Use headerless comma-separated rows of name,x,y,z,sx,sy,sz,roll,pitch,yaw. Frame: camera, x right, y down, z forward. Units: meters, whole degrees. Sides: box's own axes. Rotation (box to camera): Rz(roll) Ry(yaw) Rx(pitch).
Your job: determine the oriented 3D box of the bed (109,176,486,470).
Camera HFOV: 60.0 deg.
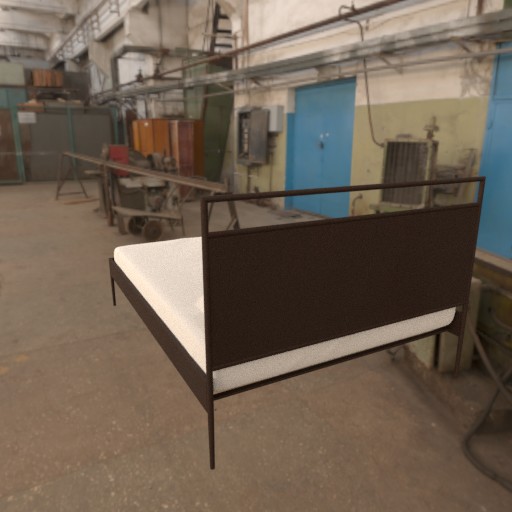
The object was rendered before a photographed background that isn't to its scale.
bed,0.000,0.000,2.992,1.572,1.173,2.122,-8,18,-27
